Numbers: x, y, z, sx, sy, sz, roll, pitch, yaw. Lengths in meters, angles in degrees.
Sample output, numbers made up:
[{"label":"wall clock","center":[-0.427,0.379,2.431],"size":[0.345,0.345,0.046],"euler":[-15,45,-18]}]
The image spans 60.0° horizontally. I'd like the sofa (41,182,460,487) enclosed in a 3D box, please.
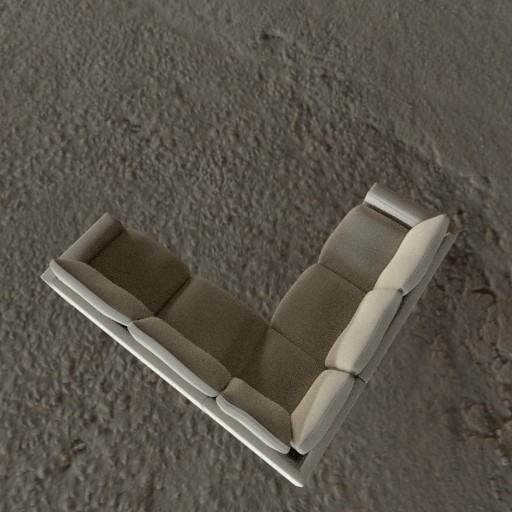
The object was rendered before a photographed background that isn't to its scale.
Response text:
[{"label":"sofa","center":[0.000,0.000,4.712],"size":[3.206,0.918,3.066],"euler":[34,68,15]}]
